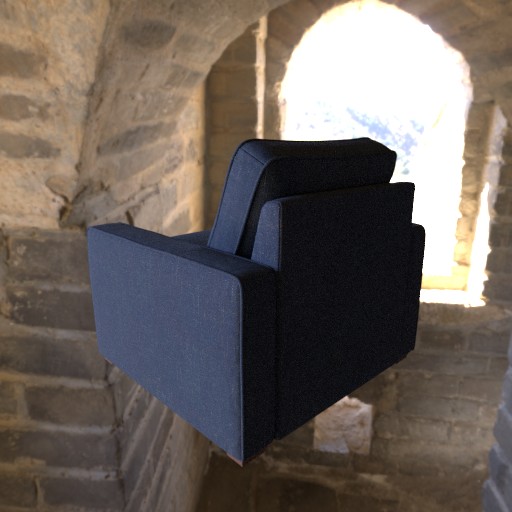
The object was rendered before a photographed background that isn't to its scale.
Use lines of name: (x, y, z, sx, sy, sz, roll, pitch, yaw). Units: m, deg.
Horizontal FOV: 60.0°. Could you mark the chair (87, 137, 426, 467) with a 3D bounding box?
chair: (0.000, 0.000, 1.771, 1.017, 0.919, 0.940, -14, 21, -42)
